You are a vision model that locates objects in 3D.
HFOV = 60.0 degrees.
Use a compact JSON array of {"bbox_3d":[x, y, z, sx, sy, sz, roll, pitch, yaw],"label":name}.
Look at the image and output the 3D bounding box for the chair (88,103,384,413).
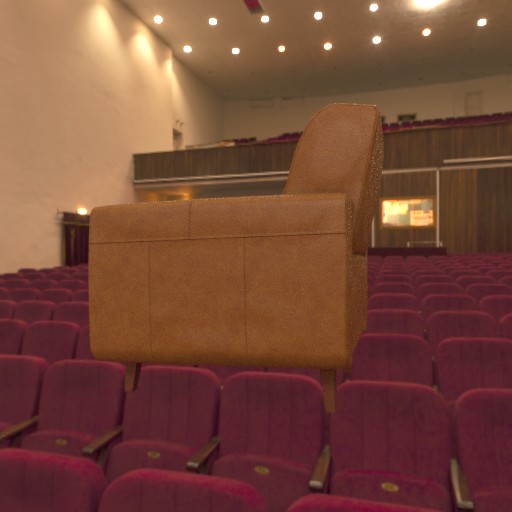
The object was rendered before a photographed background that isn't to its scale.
[{"bbox_3d":[0.000,0.000,1.711,0.942,0.968,0.845,0,0,17],"label":"chair"}]
